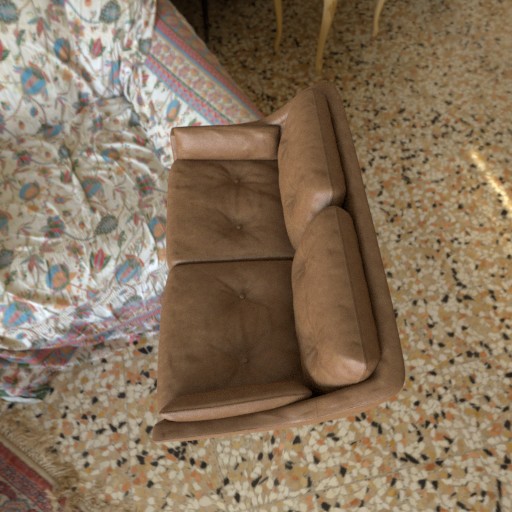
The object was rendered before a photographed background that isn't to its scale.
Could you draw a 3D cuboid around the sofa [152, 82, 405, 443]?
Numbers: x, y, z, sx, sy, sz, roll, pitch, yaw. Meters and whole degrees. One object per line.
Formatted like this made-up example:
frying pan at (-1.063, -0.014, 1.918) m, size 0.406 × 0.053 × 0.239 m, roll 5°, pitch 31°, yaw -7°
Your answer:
sofa at (0.000, 0.000, 2.244) m, size 0.981 × 0.886 × 1.731 m, roll -3°, pitch 59°, yaw -2°
